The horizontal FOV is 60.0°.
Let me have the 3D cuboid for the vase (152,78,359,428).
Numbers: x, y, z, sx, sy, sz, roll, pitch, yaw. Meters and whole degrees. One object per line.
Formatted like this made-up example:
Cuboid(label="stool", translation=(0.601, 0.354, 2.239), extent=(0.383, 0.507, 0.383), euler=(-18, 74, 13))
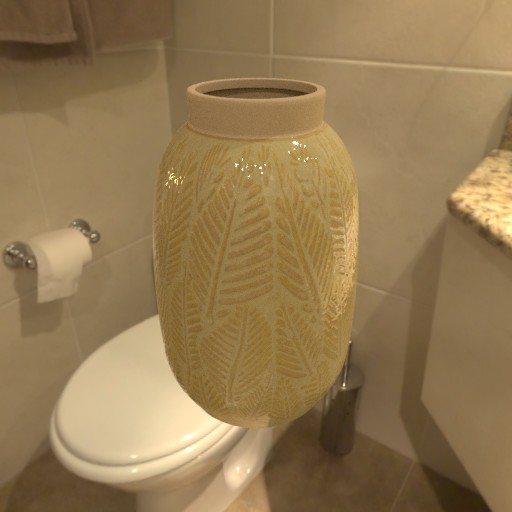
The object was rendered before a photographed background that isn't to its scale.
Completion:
Cuboid(label="vase", translation=(0.000, 0.000, 0.375), extent=(0.172, 0.270, 0.172), euler=(0, 30, 0))
